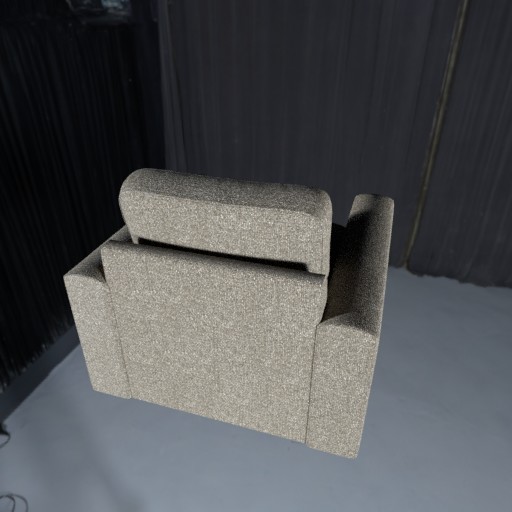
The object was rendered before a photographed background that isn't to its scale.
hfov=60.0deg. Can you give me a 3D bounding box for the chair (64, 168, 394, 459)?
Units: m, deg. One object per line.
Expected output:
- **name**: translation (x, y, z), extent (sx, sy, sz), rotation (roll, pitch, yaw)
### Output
- **chair**: translation (0.000, 0.000, 1.777), extent (1.005, 0.873, 1.016), rotation (9, 32, 15)
